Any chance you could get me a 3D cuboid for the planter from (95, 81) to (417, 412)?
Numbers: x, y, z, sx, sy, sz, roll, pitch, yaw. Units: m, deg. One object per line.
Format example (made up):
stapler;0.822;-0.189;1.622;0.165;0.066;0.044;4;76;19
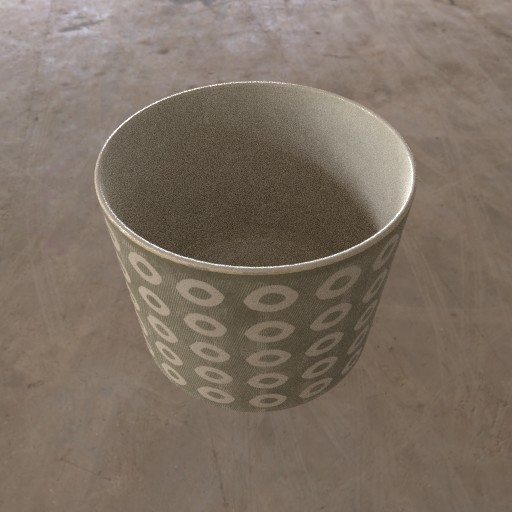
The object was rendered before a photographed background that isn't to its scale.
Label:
planter;0.000;0.000;0.439;0.250;0.239;0.250;0;47;0
